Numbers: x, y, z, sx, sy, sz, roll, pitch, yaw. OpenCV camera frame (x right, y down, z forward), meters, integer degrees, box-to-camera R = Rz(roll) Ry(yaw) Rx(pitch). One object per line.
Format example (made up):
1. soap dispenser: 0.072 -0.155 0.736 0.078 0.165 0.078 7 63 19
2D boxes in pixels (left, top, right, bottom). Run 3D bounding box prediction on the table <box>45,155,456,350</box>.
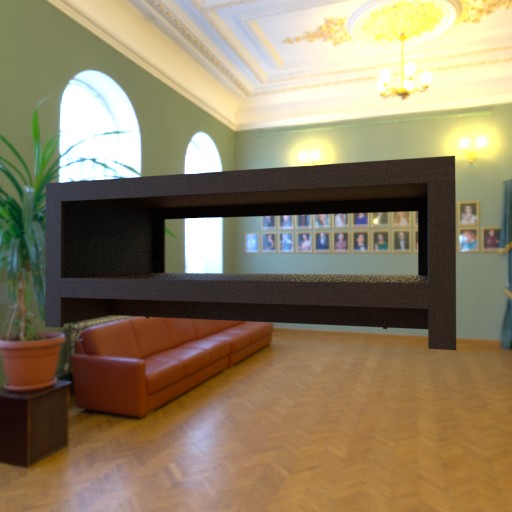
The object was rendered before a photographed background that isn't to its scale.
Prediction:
1. table: 0.000 0.000 1.408 1.099 0.424 0.597 0 -1 18
